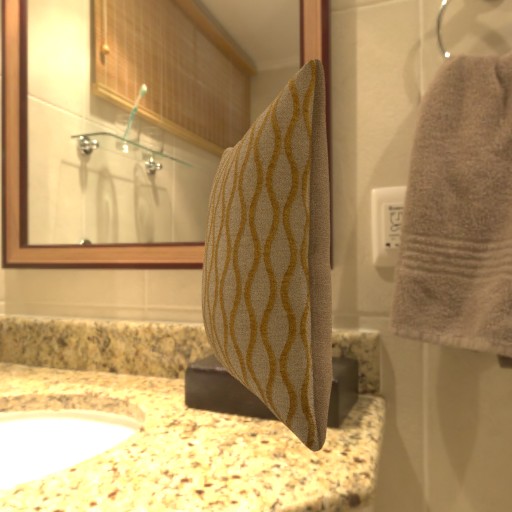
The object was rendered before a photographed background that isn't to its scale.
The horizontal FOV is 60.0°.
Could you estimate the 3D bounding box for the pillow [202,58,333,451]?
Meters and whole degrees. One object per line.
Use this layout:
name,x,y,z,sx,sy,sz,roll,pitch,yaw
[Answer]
pillow,0.000,0.000,0.684,0.159,0.436,0.429,0,0,-18
